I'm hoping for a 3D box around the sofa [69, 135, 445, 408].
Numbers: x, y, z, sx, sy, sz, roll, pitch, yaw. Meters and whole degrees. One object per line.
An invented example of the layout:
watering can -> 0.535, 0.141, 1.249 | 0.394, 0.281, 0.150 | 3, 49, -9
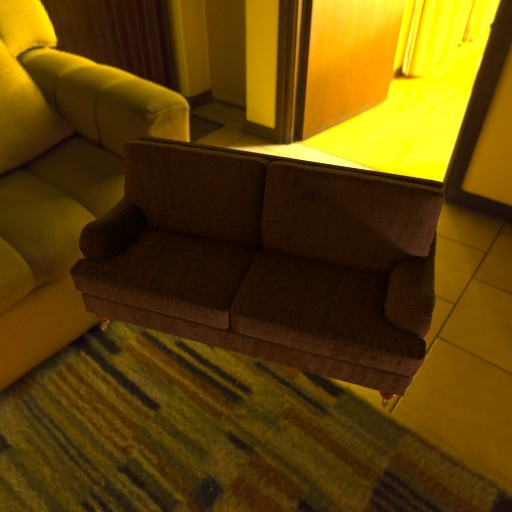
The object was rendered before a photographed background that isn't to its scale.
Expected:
sofa -> 0.000, 0.000, 2.864 | 2.165, 1.087, 1.086 | 12, 42, 14
